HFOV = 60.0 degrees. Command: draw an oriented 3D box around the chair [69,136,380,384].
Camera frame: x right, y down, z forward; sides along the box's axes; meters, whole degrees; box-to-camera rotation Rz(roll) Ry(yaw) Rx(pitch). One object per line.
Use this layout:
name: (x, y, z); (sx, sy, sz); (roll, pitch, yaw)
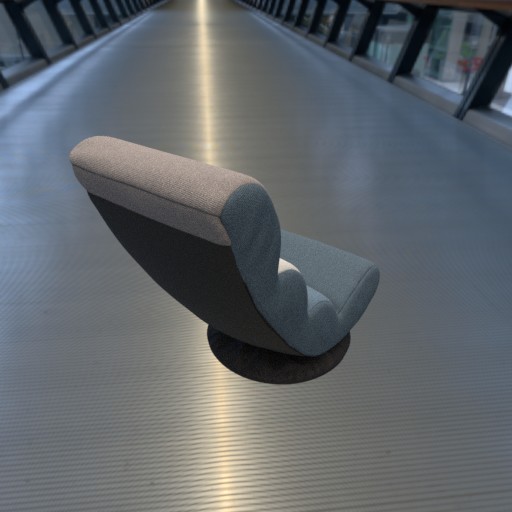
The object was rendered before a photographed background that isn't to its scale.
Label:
chair: (0.000, 0.000, 1.071); (0.420, 0.641, 0.661); (22, 37, 32)
